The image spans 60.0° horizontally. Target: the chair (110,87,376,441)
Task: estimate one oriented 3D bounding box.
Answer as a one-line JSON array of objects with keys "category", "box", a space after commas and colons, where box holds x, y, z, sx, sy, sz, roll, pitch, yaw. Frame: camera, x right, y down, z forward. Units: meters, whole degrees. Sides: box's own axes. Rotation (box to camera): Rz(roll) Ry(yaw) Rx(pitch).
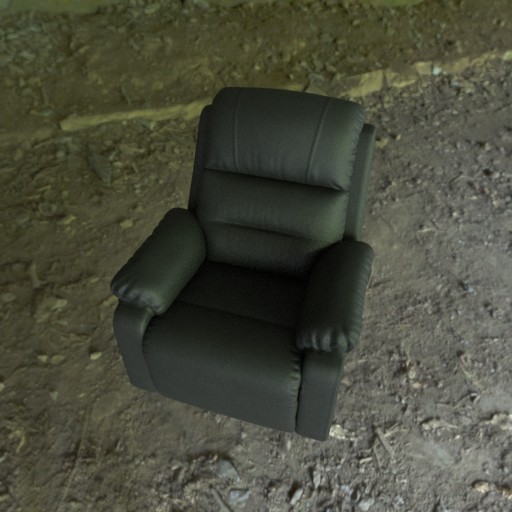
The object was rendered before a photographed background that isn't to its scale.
[{"category": "chair", "box": [0.000, 0.000, 1.686, 0.855, 0.992, 0.919, 12, 43, 13]}]
